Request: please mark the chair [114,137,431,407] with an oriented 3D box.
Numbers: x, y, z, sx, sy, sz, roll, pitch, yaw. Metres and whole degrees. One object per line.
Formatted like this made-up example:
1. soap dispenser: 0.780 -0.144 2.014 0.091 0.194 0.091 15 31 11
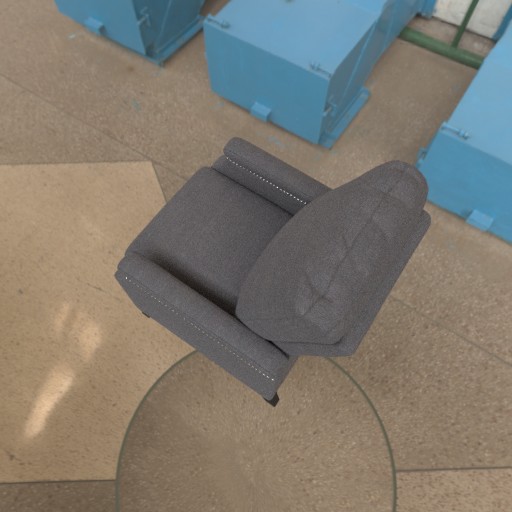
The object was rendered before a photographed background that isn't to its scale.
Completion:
1. chair: 0.000 0.000 1.647 0.922 1.049 0.710 32 68 14
